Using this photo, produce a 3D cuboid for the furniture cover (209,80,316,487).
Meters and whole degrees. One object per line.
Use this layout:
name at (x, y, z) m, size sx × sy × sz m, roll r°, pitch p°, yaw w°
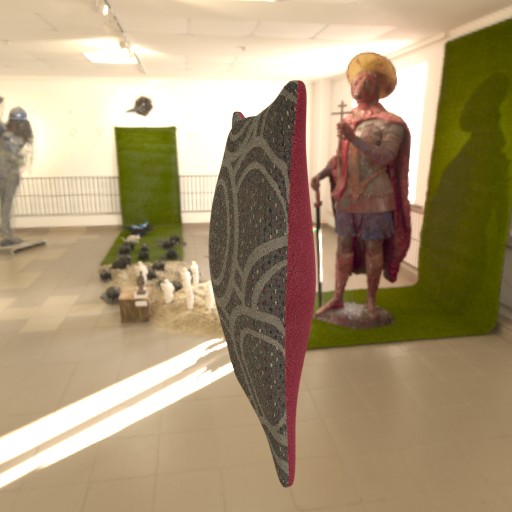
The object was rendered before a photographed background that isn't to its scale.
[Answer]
furniture cover at (0.000, 0.000, 0.770) m, size 0.163 × 0.513 × 0.514 m, roll -2°, pitch 15°, yaw -9°
